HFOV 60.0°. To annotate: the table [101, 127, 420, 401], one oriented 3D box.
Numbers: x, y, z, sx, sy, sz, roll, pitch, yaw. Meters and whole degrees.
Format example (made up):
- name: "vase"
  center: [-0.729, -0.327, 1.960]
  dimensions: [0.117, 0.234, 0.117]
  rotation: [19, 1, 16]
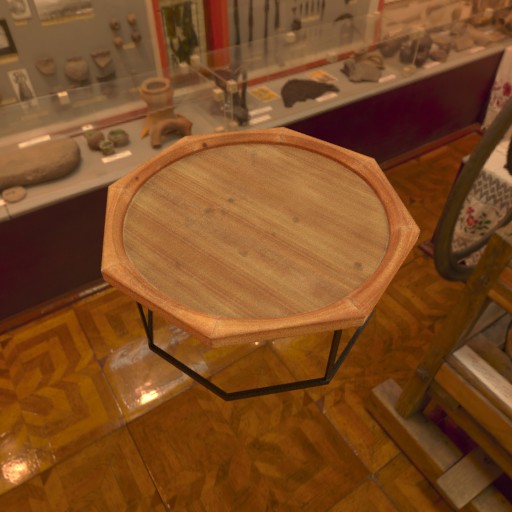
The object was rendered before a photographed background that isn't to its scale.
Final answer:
- name: "table"
  center: [0.000, 0.000, 1.551]
  dimensions: [1.002, 0.444, 1.002]
  rotation: [0, 46, 0]
